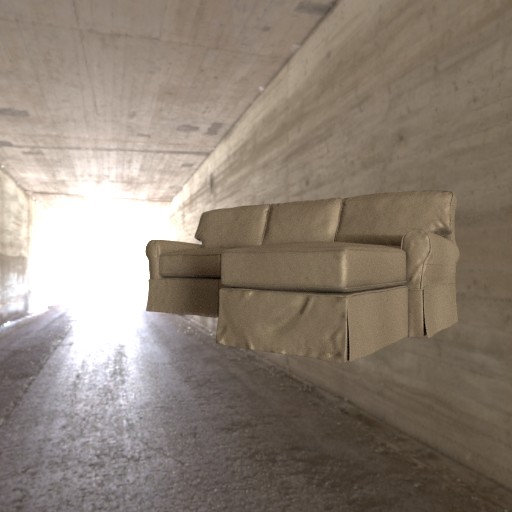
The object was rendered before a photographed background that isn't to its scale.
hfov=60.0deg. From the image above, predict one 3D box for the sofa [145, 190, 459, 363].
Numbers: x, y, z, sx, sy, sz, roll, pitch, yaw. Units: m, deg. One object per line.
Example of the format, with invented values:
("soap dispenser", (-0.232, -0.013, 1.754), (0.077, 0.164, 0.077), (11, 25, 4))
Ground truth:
("sofa", (0.000, 0.000, 3.247), (2.475, 0.978, 1.733), (0, -1, 36))
